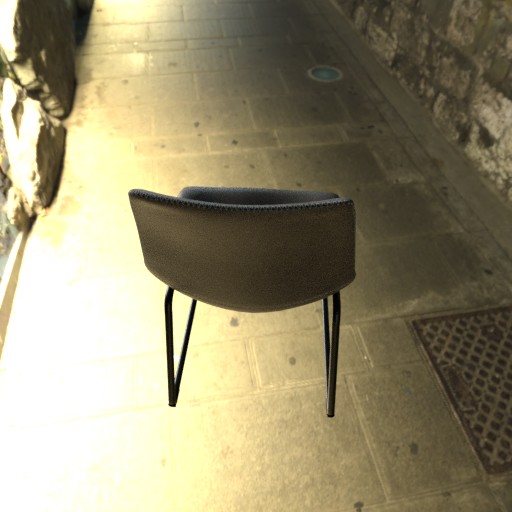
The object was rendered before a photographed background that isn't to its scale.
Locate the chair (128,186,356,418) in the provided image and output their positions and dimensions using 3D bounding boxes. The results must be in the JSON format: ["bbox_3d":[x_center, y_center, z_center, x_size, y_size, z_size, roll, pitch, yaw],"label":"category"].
[{"bbox_3d":[0.000,0.000,1.101,0.460,0.780,0.550,3,47,3],"label":"chair"}]
